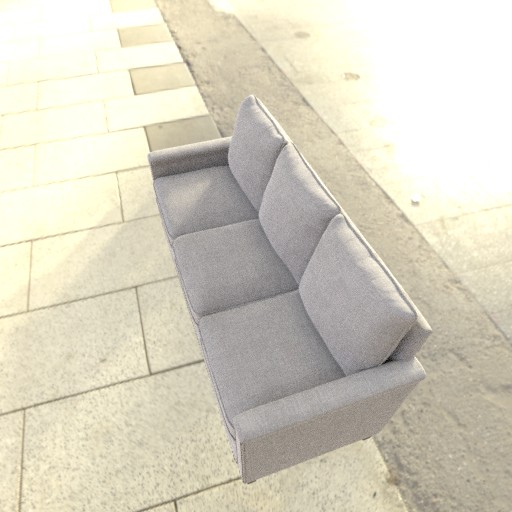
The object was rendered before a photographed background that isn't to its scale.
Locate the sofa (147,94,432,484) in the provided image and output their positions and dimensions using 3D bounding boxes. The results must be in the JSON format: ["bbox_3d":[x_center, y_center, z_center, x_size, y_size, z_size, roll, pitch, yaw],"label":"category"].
[{"bbox_3d":[0.000,0.000,2.375,0.828,0.959,1.925,-14,48,-13],"label":"sofa"}]
